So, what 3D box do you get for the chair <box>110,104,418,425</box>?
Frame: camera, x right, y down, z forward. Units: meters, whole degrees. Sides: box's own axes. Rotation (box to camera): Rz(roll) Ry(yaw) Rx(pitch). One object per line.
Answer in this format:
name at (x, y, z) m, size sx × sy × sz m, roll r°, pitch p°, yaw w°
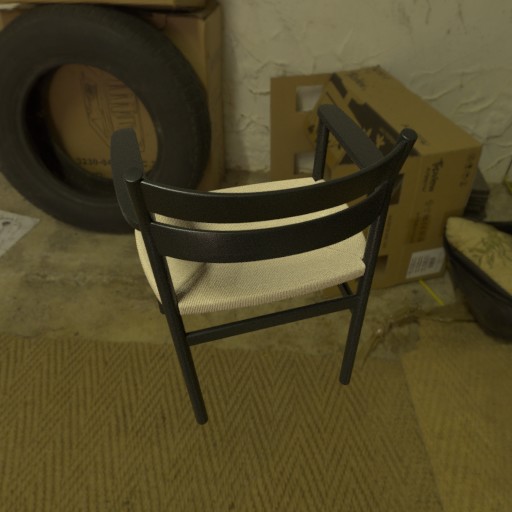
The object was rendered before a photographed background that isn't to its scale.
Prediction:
chair at (0.000, 0.000, 1.180) m, size 0.630 × 0.775 × 0.508 m, roll -11°, pitch 42°, yaw -13°
